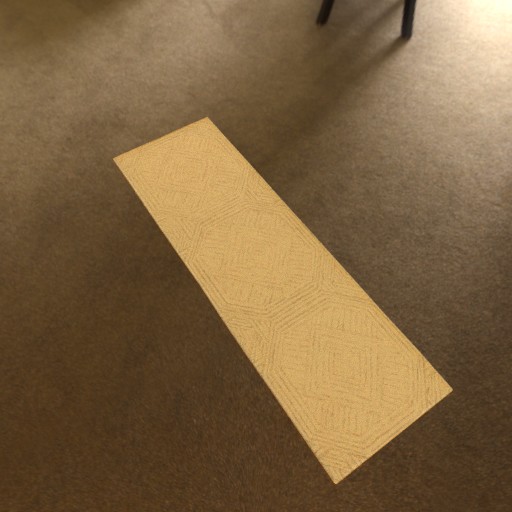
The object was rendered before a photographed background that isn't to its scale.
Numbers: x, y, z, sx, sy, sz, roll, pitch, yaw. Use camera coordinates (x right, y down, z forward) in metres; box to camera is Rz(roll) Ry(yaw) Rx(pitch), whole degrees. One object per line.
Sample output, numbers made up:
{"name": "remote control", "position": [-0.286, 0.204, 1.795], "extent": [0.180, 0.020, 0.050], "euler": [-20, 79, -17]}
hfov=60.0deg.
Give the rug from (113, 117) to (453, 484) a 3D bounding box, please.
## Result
{"name": "rug", "position": [0.000, 0.000, 2.679], "extent": [0.775, 0.012, 2.452], "euler": [-30, 63, -17]}
